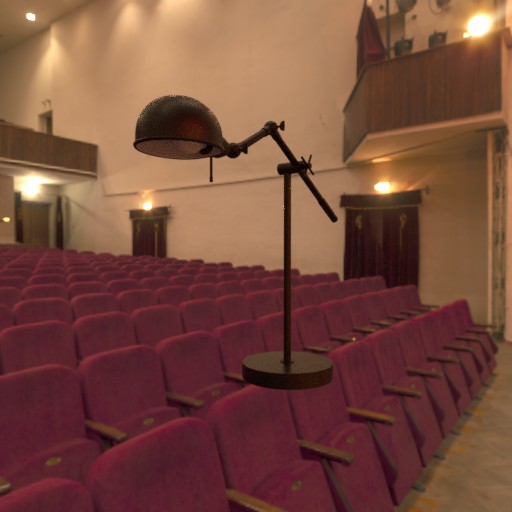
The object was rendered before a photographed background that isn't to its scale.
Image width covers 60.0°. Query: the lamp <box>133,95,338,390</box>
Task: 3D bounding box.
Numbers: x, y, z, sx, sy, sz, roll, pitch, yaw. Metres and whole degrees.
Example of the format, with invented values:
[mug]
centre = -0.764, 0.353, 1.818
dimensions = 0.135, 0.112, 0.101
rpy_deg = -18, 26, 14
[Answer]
[lamp]
centre = 0.000, 0.000, 0.819
dimensions = 0.185, 0.495, 0.567
rpy_deg = 0, 1, 36
